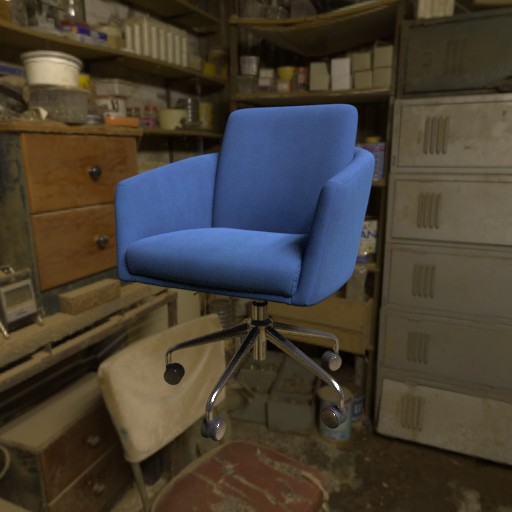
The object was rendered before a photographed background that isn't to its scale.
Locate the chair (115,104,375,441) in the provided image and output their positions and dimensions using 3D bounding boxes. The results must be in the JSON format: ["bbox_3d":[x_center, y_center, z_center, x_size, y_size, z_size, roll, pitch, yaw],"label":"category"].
[{"bbox_3d":[0.000,0.000,1.337,0.641,0.908,0.635,6,14,25],"label":"chair"}]
